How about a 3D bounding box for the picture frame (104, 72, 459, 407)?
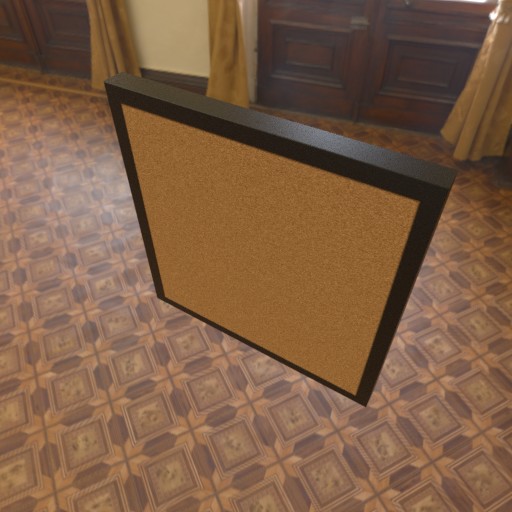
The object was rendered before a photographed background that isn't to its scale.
[{"bbox_3d":[0.000,0.000,0.529,0.355,0.353,0.029,23,50,22],"label":"picture frame"}]
